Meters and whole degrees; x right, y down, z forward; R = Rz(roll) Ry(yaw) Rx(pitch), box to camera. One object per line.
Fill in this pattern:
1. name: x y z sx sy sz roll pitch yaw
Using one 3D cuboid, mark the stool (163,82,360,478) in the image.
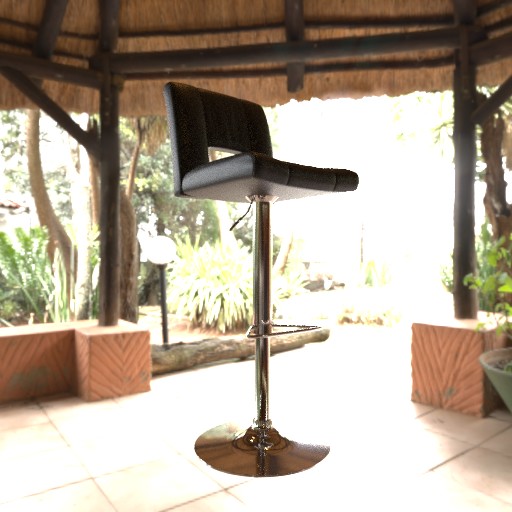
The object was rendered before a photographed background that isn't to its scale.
1. stool: 0.000 0.000 1.381 0.415 1.151 0.520 0 0 -37
